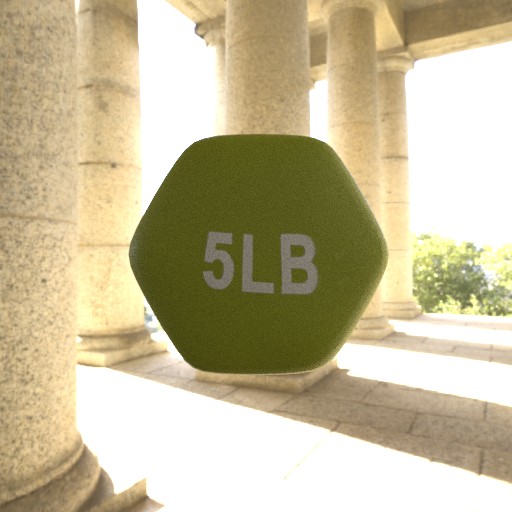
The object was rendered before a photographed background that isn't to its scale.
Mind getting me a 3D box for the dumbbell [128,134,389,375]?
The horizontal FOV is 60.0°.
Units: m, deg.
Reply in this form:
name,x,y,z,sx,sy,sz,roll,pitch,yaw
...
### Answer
name,x,y,z,sx,sy,sz,roll,pitch,yaw
dumbbell,0.000,0.000,0.202,0.080,0.072,0.164,0,0,0
